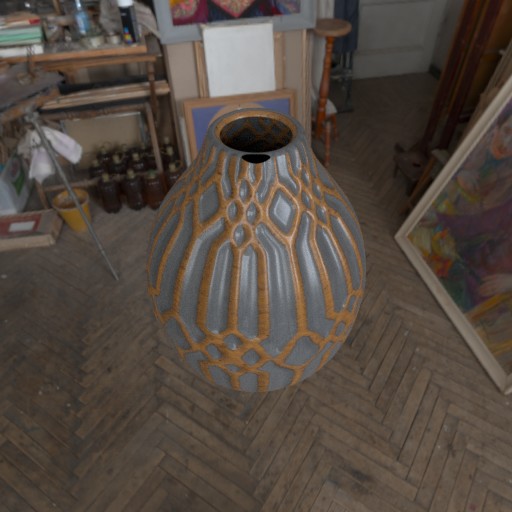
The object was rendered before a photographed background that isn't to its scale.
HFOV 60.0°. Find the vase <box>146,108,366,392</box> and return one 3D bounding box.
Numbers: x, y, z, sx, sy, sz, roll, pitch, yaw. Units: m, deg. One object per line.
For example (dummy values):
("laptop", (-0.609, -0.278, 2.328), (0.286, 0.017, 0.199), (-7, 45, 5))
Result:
("vase", (0.000, 0.000, 0.139), (0.069, 0.088, 0.069), (0, 46, 0))
